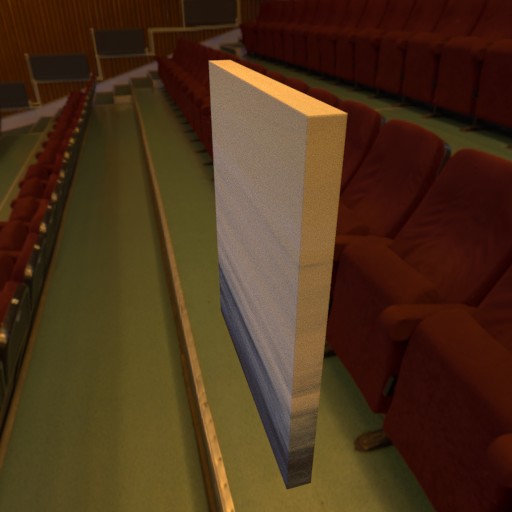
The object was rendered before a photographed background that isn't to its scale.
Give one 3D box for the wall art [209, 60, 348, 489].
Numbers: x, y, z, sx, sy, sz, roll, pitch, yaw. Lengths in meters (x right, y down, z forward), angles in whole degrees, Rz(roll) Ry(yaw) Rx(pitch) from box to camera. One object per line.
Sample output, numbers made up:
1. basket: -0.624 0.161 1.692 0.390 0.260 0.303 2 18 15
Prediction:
1. wall art: 0.000 0.000 0.682 0.037 0.511 0.435 -8 31 -14
